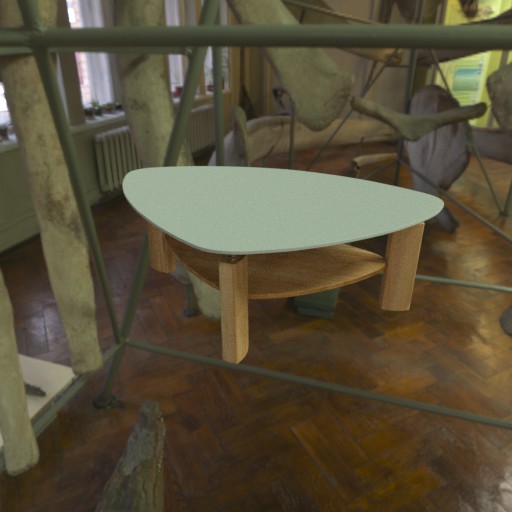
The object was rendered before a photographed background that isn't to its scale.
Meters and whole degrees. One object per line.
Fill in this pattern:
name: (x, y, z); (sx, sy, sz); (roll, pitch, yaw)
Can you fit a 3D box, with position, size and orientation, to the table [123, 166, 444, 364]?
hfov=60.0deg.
table: (0.000, 0.000, 1.656); (1.250, 0.440, 0.850); (8, 27, 17)
